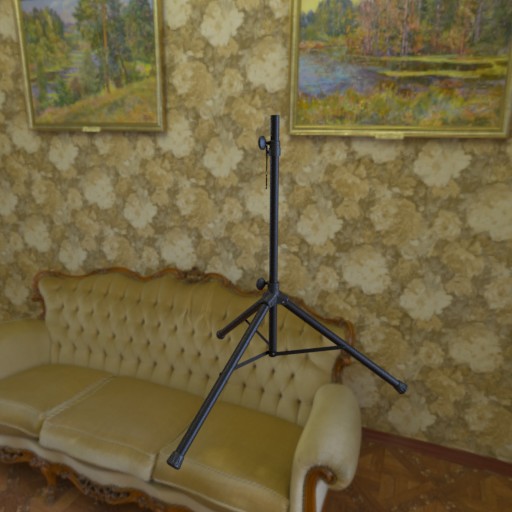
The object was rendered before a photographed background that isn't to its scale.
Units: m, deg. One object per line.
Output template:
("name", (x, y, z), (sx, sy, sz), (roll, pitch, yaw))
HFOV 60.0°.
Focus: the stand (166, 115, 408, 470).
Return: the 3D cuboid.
("stand", (0.000, 0.000, 1.894), (1.045, 1.136, 0.907), (-7, 16, -24))
